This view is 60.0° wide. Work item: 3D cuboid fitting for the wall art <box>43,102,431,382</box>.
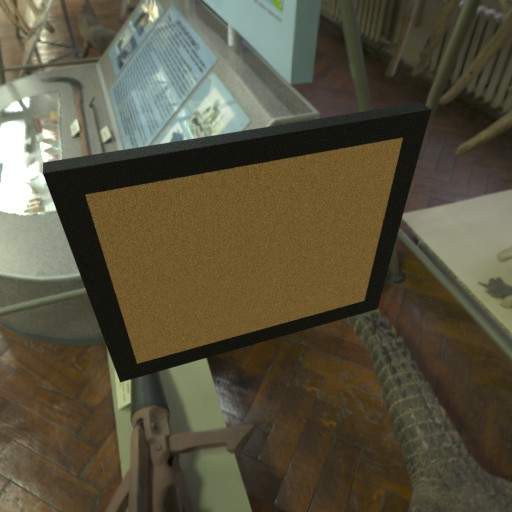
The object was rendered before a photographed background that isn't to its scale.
[{"bbox_3d":[0.000,0.000,0.772,0.561,0.460,0.028,-13,43,-14],"label":"wall art"}]
